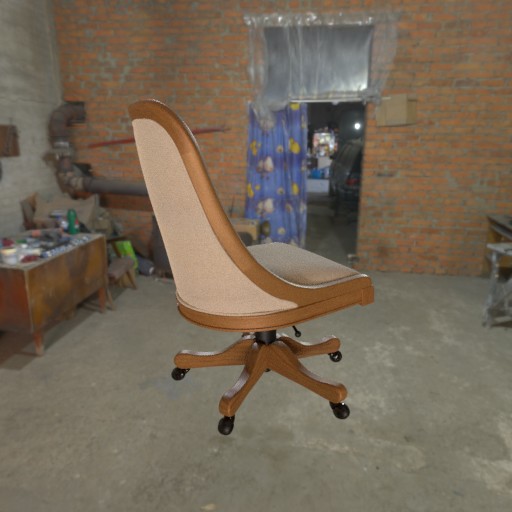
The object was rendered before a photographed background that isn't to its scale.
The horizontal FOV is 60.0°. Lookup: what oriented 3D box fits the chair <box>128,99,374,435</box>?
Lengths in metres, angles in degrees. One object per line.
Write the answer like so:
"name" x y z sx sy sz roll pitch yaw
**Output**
"chair" 0.000 0.000 1.569 0.811 1.009 0.702 -8 16 -27
